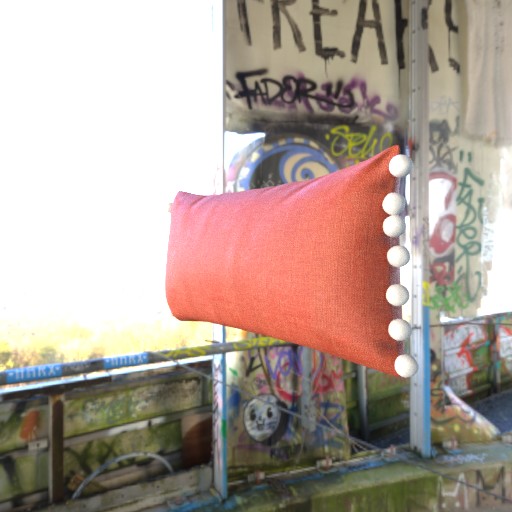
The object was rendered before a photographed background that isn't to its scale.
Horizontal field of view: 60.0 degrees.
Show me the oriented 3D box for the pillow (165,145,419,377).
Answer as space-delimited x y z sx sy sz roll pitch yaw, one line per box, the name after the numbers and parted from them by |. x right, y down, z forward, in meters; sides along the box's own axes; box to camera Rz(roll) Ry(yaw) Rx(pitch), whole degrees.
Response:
0.000 0.000 0.842 0.201 0.322 0.709 0 0 -36 | pillow
